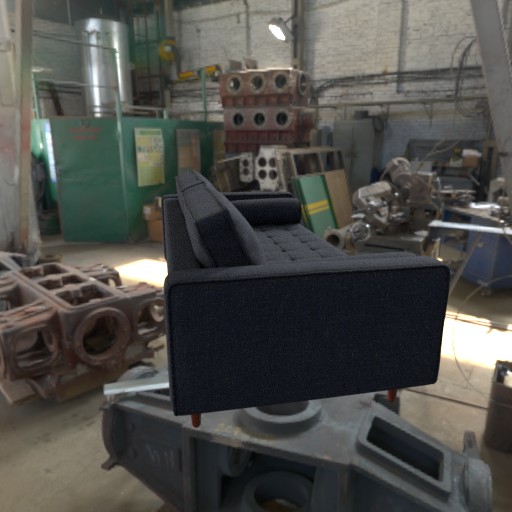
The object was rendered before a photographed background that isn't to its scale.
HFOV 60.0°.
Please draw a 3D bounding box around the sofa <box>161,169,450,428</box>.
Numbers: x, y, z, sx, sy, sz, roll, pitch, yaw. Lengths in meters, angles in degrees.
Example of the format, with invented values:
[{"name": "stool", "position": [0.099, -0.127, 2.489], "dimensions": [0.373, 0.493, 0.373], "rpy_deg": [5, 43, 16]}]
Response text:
[{"name": "sofa", "position": [0.000, 0.000, 2.235], "dimensions": [0.914, 0.762, 1.880], "rpy_deg": [-3, 16, -11]}]
